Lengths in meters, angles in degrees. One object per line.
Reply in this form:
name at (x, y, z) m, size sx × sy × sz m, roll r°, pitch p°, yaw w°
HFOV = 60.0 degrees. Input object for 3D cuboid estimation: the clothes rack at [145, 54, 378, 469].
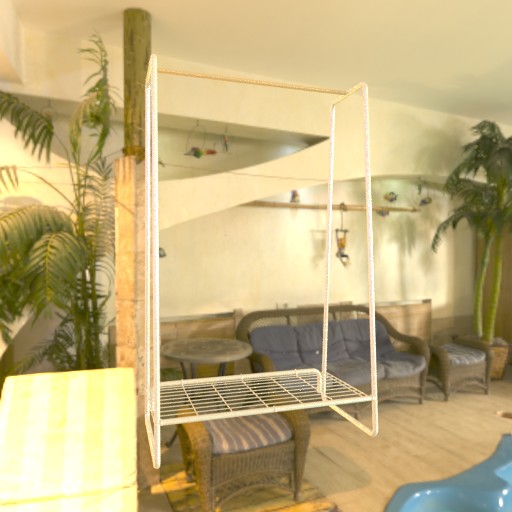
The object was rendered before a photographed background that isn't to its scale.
clothes rack at (0.000, 0.000, 1.904) m, size 0.900 × 1.500 × 0.495 m, roll 0°, pitch 1°, yaw -18°
